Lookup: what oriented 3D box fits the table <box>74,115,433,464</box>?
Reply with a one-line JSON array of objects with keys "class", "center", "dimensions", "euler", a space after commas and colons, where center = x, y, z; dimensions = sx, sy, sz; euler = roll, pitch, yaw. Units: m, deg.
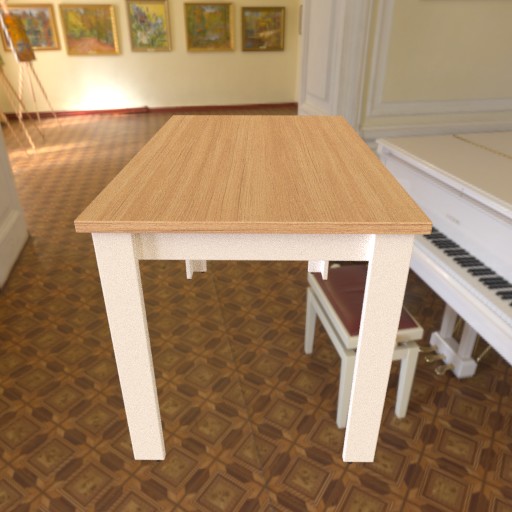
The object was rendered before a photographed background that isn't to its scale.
[{"class": "table", "center": [0.000, 0.000, 1.520], "dimensions": [0.700, 0.734, 1.100], "euler": [0, 28, 1]}]
